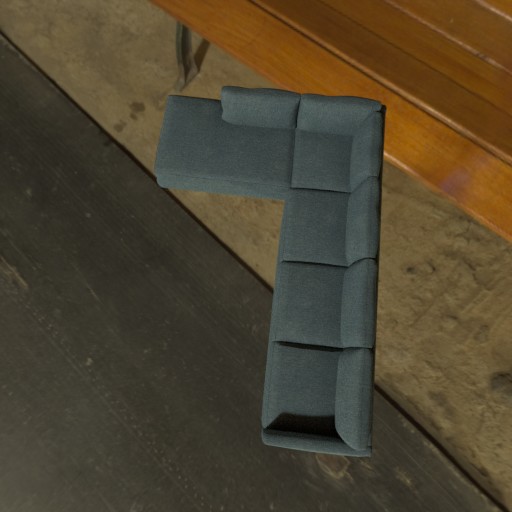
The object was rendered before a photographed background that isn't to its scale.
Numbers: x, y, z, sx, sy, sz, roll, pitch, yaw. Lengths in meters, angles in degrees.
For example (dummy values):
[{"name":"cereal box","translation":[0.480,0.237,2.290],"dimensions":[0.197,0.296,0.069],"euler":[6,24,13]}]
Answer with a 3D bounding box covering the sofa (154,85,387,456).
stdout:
[{"name":"sofa","translation":[0.000,0.000,3.761],"dimensions":[2.007,0.815,2.949],"euler":[6,76,2]}]
